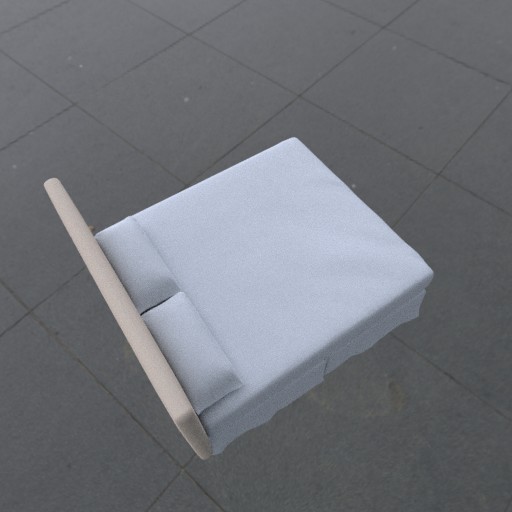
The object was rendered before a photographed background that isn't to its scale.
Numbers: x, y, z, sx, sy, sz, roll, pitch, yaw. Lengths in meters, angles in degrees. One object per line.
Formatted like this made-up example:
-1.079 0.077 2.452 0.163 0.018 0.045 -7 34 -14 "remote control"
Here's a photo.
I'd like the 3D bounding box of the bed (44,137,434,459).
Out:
0.000 0.000 3.322 2.142 1.330 1.884 -30 63 -17 "bed"
